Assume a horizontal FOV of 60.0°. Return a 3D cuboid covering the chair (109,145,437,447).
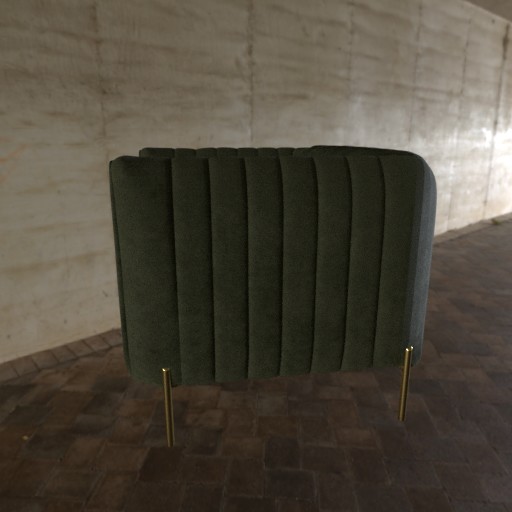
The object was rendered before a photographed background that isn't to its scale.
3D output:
[{"bbox_3d":[0.000,0.000,1.648,0.877,0.794,1.032,-3,15,-9],"label":"chair"}]
